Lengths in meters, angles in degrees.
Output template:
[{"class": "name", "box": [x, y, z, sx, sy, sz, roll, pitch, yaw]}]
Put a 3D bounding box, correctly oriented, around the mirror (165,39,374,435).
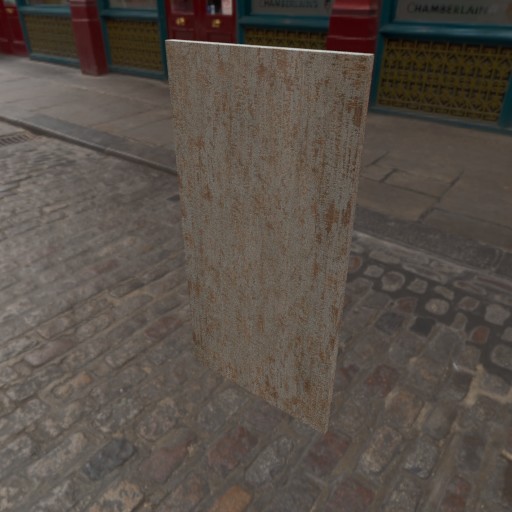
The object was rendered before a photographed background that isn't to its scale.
[{"class": "mirror", "box": [0.000, 0.000, 1.074, 0.472, 0.922, 0.027, 21, 36, 31]}]
